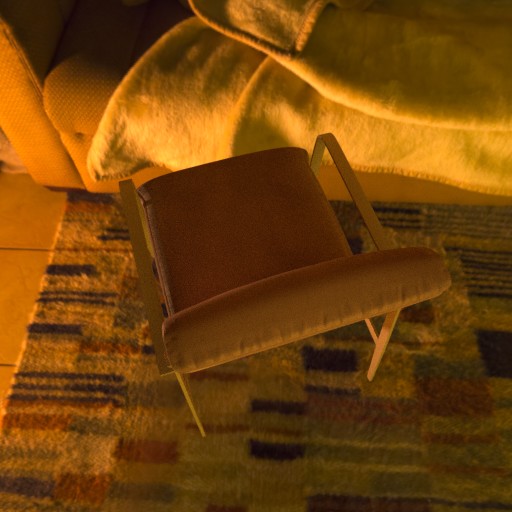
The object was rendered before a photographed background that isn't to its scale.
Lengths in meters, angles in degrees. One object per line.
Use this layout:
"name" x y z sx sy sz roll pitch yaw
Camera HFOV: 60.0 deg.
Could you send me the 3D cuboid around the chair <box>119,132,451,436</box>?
"chair" 0.000 0.000 1.411 0.701 0.823 0.848 -15 60 -9
